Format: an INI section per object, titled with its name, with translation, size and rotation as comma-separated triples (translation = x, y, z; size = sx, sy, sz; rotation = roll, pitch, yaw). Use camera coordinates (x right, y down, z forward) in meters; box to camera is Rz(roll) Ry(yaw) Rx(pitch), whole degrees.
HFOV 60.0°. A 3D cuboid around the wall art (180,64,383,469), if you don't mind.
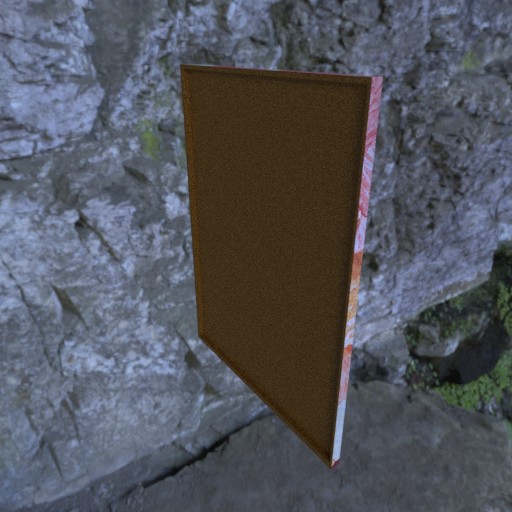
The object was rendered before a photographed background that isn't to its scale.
[wall art]
translation = 0.000, 0.000, 1.303
size = 0.031, 1.015, 0.762
rotation = -17, 30, -32
